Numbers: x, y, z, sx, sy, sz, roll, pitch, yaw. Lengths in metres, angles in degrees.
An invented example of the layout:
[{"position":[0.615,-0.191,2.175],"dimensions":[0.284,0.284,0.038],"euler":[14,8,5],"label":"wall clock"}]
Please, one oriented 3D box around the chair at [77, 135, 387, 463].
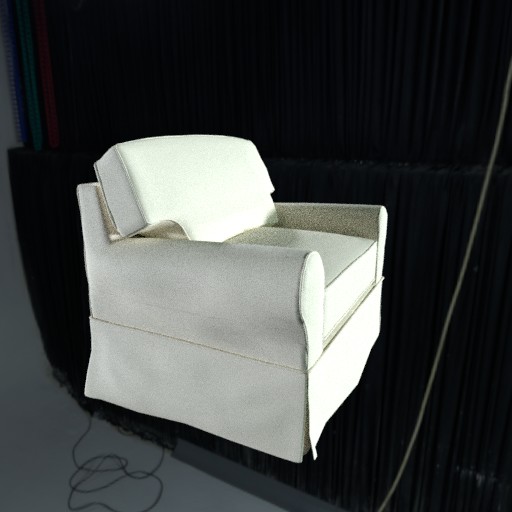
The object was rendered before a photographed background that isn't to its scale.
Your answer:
[{"position":[0.000,0.000,1.819],"dimensions":[0.904,0.958,1.099],"euler":[8,17,26],"label":"chair"}]
